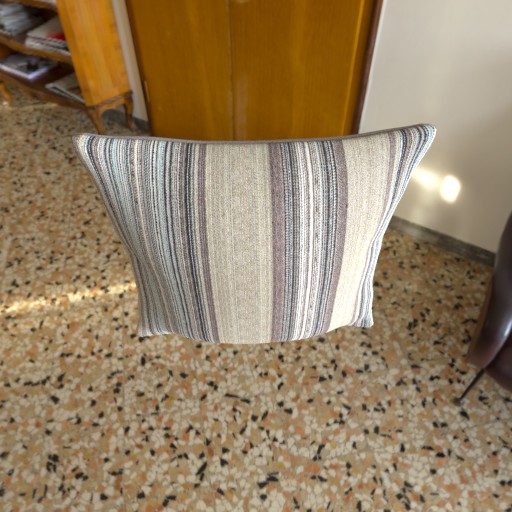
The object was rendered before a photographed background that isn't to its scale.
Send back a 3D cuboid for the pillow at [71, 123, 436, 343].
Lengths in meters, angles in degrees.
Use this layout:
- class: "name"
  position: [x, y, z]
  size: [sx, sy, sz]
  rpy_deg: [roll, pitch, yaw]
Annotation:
- class: "pillow"
  position: [0.000, 0.000, 0.663]
  size: [0.435, 0.416, 0.189]
  rpy_deg: [-2, 46, -2]
